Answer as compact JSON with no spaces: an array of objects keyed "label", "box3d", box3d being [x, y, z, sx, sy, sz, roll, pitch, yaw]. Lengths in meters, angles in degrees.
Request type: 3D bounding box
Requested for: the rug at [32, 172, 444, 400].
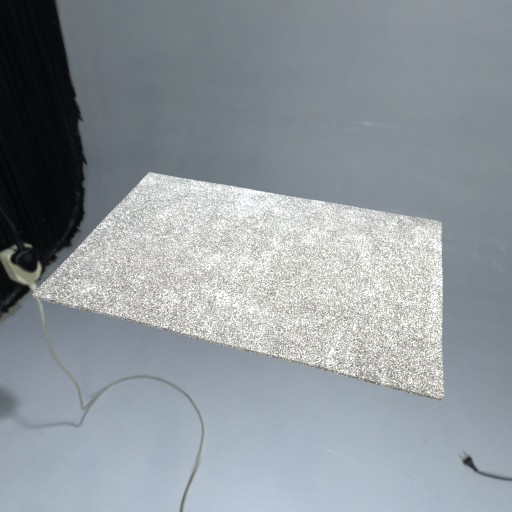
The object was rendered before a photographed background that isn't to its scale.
[{"label":"rug","box3d":[0.000,0.000,2.929,2.350,0.025,1.502,11,42,13]}]
